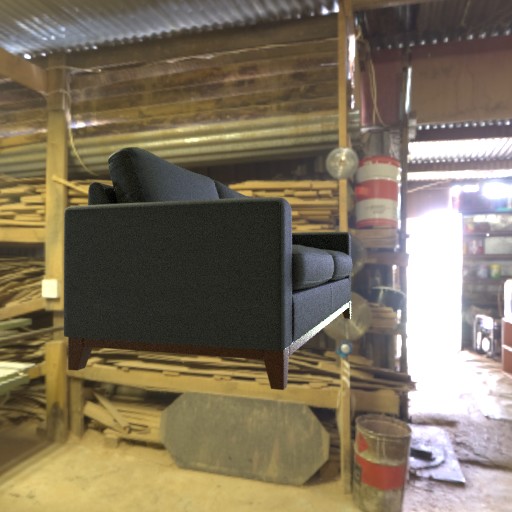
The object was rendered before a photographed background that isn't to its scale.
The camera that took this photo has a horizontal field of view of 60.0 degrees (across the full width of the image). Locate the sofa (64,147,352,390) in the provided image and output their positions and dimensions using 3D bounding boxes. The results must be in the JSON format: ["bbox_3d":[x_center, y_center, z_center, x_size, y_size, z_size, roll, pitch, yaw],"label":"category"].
[{"bbox_3d":[0.000,0.000,2.399,0.877,0.865,1.900,0,-1,18],"label":"sofa"}]
